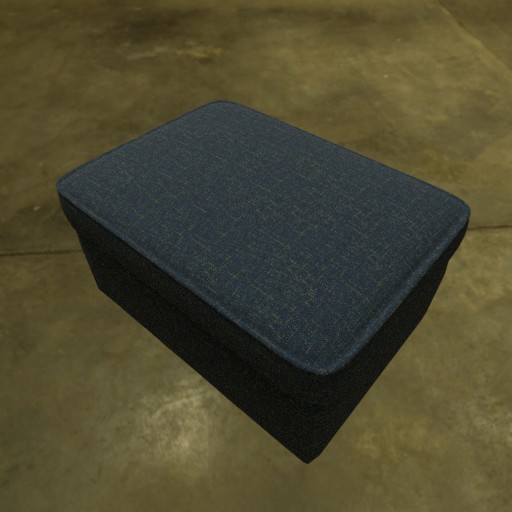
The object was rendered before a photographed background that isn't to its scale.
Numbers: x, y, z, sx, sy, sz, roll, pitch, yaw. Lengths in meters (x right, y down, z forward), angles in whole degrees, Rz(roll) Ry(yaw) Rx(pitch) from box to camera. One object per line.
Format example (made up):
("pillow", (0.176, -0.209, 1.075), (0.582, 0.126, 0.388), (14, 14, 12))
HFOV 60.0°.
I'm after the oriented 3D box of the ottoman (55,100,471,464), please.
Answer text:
("ottoman", (0.000, 0.000, 1.053), (0.749, 0.450, 0.549), (32, 53, 28))
